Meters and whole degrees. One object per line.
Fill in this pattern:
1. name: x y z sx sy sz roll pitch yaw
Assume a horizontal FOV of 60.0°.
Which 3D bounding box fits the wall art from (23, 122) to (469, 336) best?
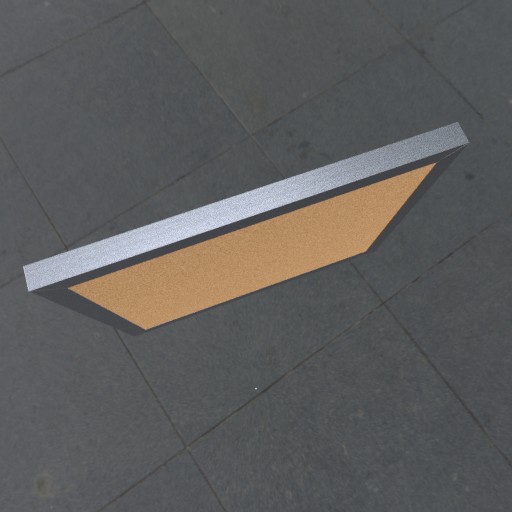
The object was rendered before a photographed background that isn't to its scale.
1. wall art: 0.000 0.000 0.750 0.557 0.456 0.032 -19 74 -6
